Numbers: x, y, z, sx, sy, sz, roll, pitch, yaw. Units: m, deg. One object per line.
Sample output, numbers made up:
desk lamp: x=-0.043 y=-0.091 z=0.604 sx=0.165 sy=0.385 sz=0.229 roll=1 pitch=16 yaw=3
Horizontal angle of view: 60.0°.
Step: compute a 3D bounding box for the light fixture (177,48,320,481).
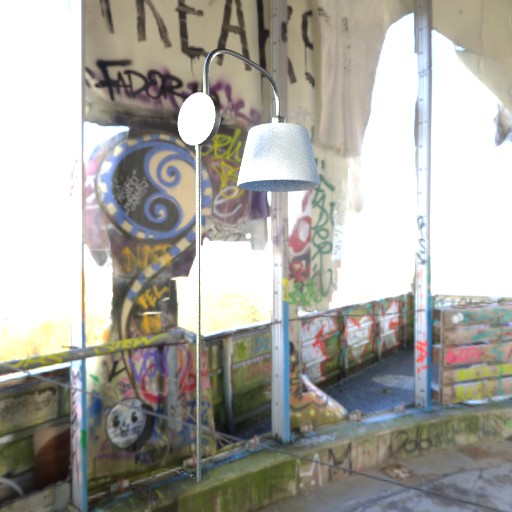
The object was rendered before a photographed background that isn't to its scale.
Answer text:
light fixture: x=0.000 y=0.000 z=0.461 sx=0.092 sy=0.399 sz=0.176 roll=0 pitch=0 yaw=37
